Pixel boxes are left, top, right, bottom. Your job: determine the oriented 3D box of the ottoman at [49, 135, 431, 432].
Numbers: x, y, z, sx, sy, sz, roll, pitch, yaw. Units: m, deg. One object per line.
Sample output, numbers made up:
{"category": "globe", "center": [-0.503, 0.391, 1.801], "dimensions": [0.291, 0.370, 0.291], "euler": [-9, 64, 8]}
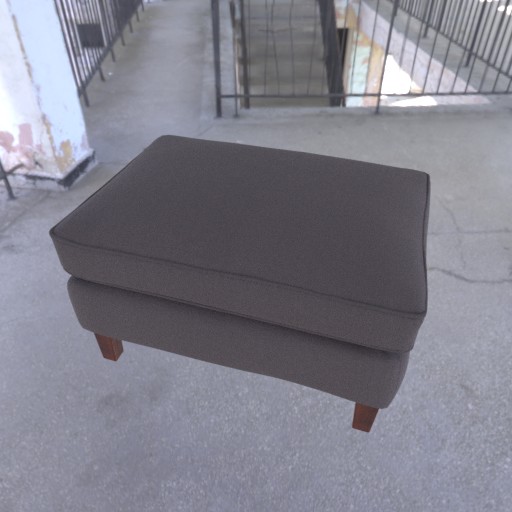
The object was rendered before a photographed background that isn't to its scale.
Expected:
{"category": "ottoman", "center": [0.000, 0.000, 0.987], "dimensions": [0.686, 0.406, 0.508], "euler": [11, 41, 14]}
